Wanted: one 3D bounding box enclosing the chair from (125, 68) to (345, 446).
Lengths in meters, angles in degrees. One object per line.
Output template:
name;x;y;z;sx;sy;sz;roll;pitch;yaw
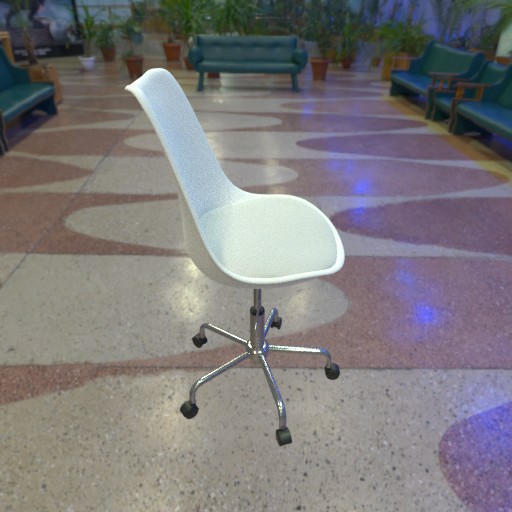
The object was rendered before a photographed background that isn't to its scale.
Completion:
chair;0.000;0.000;1.226;0.550;0.930;0.550;0;31;0
